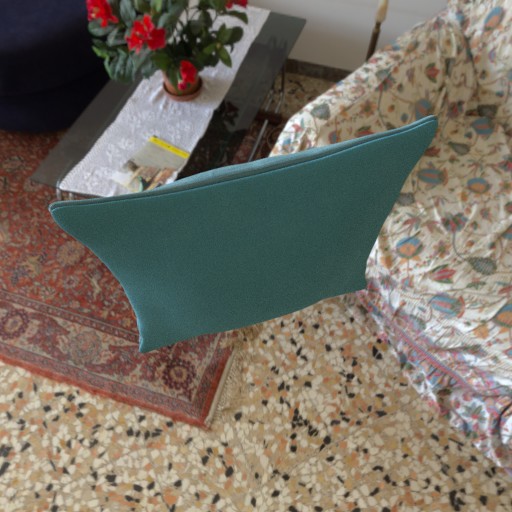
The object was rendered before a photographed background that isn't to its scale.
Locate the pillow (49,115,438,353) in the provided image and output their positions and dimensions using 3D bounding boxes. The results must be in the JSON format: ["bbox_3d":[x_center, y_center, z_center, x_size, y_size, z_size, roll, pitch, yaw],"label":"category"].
[{"bbox_3d":[0.000,0.000,0.642,0.433,0.415,0.151,-15,60,-9],"label":"pillow"}]
